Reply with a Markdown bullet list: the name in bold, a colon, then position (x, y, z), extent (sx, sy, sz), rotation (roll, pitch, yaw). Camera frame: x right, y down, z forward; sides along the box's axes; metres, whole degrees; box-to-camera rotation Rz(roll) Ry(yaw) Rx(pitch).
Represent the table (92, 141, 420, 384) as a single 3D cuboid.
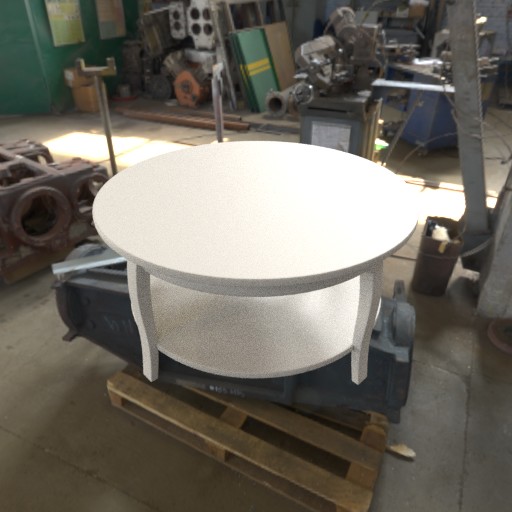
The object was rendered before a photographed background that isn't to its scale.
- **table**: position (0.000, 0.000, 1.412), extent (0.910, 0.457, 0.910), rotation (0, 32, 0)
